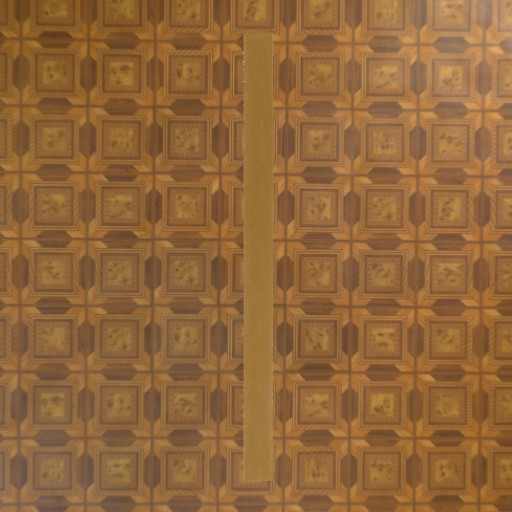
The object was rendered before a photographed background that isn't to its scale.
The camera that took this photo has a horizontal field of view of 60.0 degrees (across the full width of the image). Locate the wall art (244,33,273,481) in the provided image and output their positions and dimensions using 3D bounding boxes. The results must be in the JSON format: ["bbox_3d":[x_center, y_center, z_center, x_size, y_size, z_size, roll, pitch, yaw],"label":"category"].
[{"bbox_3d":[0.000,0.000,0.759,0.033,0.509,0.510,0,91,-1],"label":"wall art"}]
